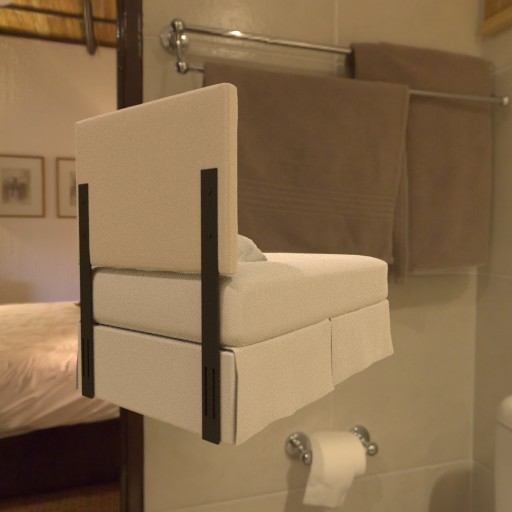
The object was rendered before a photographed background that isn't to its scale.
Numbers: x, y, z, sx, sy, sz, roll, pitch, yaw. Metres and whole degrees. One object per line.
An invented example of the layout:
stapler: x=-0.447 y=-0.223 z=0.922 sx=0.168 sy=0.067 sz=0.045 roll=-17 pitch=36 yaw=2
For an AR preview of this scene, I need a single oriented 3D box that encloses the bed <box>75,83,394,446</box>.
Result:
bed: x=0.000 y=0.000 z=3.011 sx=1.261 sy=1.571 sz=1.997 roll=2 pitch=3 yaw=36
